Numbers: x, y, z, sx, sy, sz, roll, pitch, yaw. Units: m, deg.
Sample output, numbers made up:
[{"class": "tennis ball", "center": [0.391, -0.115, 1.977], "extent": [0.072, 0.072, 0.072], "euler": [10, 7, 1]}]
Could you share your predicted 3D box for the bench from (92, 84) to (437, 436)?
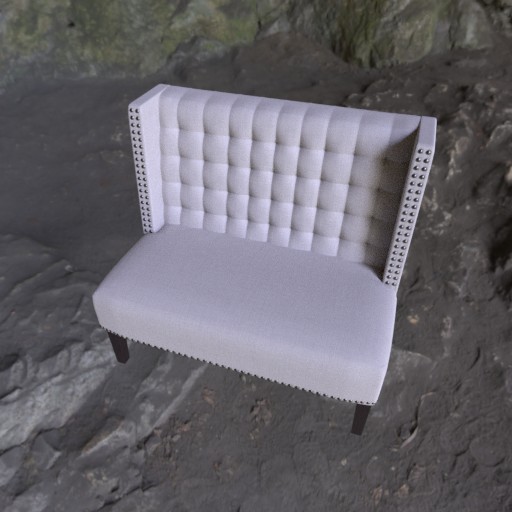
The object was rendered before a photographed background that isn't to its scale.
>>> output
[{"class": "bench", "center": [0.000, 0.000, 1.984], "extent": [1.280, 1.123, 0.847], "euler": [12, 41, 14]}]
